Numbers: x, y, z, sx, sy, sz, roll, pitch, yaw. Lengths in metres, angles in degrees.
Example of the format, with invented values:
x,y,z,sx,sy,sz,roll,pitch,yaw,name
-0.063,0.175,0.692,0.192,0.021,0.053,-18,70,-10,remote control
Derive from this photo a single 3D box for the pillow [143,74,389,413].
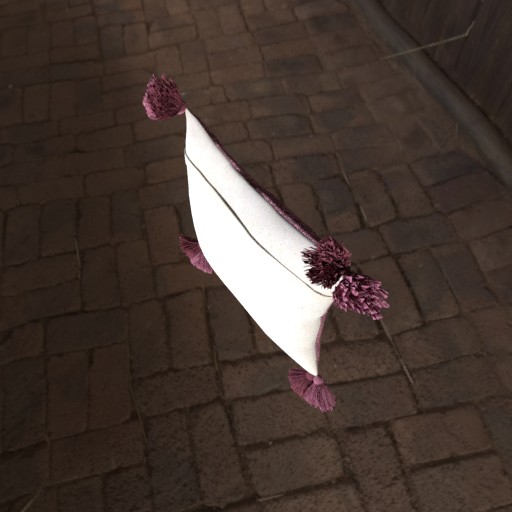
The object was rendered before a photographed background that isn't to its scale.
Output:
x,y,z,sx,sy,sz,roll,pitch,yaw,name
0.000,0.000,0.968,0.138,0.659,0.641,-32,63,-19,pillow
